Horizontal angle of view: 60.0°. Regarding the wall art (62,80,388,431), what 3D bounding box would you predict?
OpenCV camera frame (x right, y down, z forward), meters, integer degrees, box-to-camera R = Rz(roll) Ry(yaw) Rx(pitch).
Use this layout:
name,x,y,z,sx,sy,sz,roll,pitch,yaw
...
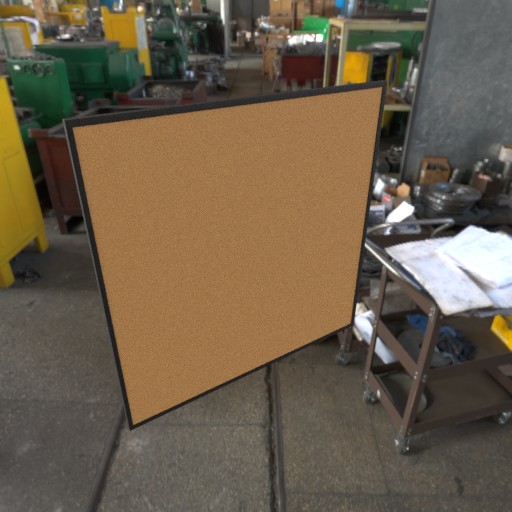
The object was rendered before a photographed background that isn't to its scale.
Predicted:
name,x,y,z,sx,sy,sz,roll,pitch,yaw
wall art,0.000,0.000,0.962,0.664,0.663,0.015,-18,34,-28
